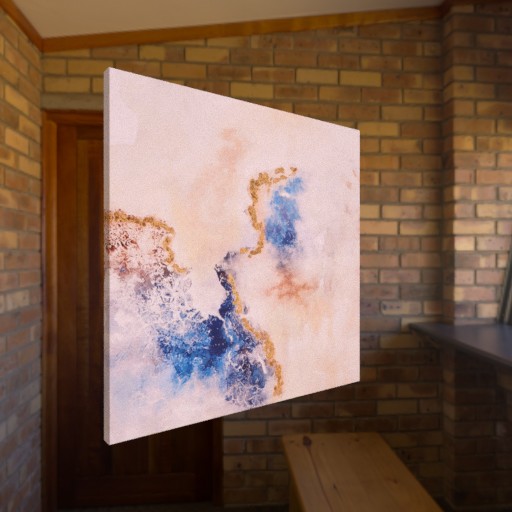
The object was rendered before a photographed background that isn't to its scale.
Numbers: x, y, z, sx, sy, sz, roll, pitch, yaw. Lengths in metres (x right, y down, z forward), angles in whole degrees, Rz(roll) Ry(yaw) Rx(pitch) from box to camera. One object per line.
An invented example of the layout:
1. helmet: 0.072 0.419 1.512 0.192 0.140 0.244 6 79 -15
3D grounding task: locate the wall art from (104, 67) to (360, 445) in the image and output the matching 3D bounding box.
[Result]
1. wall art: 0.000 0.000 1.320 0.889 0.889 0.038 0 0 -37
